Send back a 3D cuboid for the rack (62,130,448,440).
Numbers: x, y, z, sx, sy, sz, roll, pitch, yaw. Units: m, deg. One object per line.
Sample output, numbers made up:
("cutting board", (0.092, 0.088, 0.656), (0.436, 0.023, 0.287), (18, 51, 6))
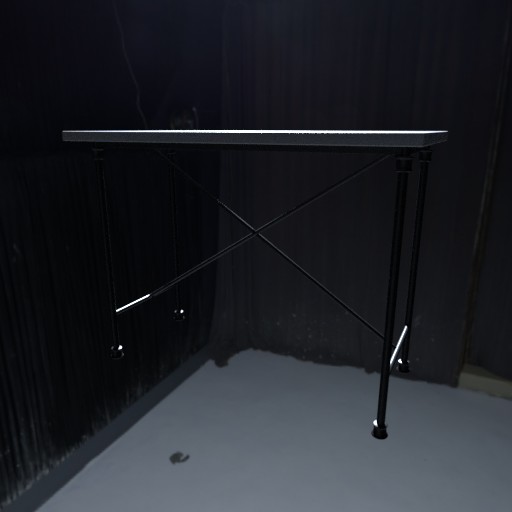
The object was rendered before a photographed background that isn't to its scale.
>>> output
("rack", (0.000, 0.000, 1.625), (1.159, 0.880, 0.613), (8, 18, 26))
